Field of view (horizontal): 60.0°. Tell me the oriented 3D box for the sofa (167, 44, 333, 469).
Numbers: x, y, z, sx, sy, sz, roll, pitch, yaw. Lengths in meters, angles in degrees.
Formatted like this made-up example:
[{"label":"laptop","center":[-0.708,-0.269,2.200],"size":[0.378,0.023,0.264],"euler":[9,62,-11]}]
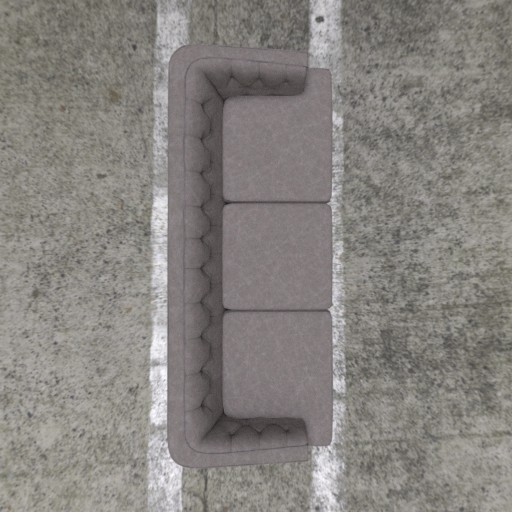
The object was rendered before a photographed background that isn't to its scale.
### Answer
[{"label":"sofa","center":[0.000,0.000,2.654],"size":[0.917,0.806,2.247],"euler":[0,89,-1]}]
